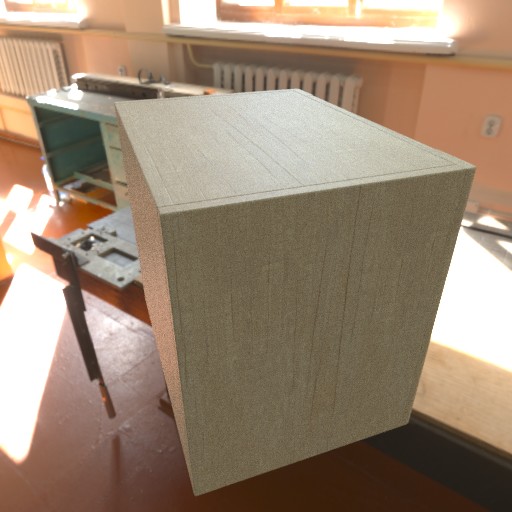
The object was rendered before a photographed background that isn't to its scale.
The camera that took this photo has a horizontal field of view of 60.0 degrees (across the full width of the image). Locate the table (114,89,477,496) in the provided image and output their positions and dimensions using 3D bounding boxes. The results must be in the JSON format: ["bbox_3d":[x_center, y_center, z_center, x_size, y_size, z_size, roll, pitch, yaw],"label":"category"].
[{"bbox_3d":[0.000,0.000,0.882,0.420,0.510,0.570,-11,33,-17],"label":"table"}]
